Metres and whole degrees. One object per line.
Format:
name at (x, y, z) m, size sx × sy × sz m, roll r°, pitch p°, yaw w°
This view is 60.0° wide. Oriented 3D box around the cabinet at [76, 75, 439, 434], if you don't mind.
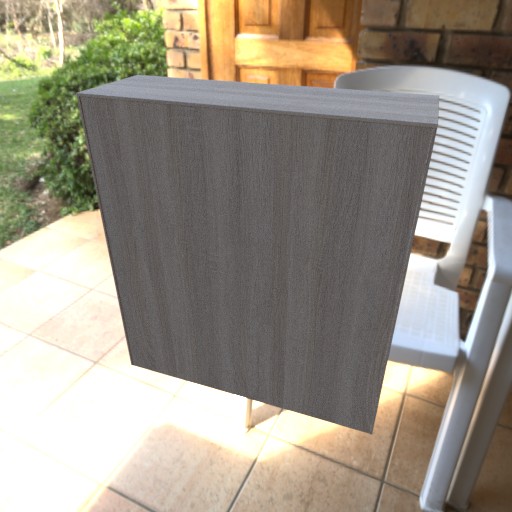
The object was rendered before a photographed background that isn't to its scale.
cabinet at (0.000, 0.000, 2.941) m, size 1.870 × 2.060 × 0.620 m, roll 11°, pitch 33°, yaw 17°
